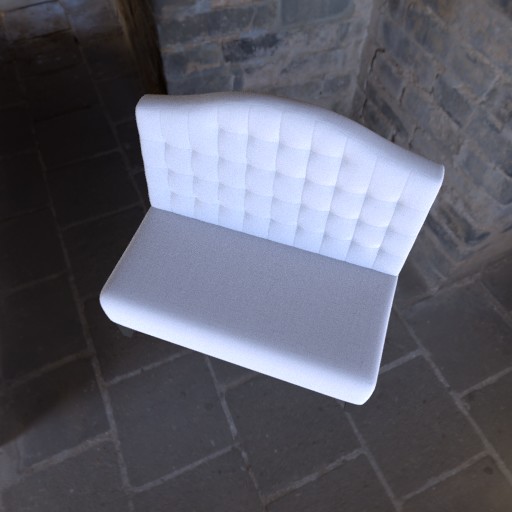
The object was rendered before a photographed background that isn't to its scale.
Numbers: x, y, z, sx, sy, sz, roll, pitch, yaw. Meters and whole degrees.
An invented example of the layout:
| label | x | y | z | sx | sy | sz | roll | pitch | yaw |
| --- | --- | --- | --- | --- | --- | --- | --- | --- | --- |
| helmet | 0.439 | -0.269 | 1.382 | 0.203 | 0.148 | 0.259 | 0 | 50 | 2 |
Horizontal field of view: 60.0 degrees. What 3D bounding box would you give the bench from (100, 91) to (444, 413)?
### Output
| label | x | y | z | sx | sy | sz | roll | pitch | yaw |
| --- | --- | --- | --- | --- | --- | --- | --- | --- | --- |
| bench | 0.000 | 0.000 | 2.052 | 1.335 | 1.180 | 0.815 | 16 | 60 | 10 |
